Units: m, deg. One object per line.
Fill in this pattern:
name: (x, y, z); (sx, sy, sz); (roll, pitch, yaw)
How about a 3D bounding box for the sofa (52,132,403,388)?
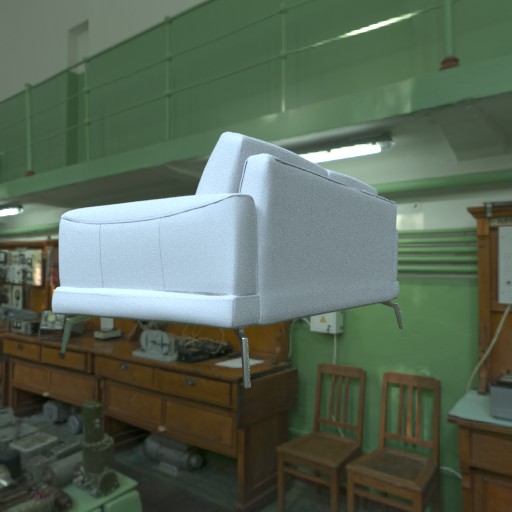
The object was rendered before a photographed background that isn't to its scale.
sofa: (0.000, 0.000, 2.465); (1.121, 0.930, 1.819); (-1, -2, 35)
